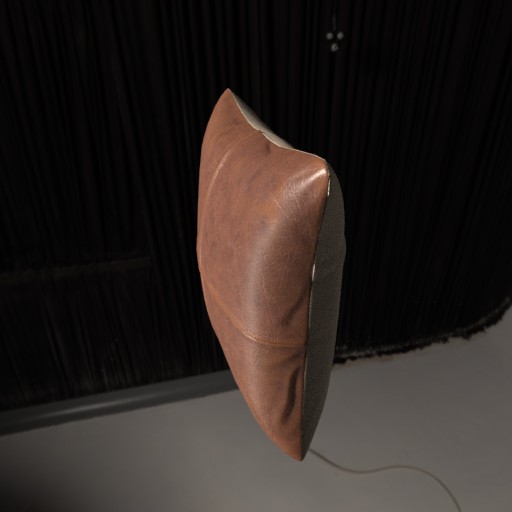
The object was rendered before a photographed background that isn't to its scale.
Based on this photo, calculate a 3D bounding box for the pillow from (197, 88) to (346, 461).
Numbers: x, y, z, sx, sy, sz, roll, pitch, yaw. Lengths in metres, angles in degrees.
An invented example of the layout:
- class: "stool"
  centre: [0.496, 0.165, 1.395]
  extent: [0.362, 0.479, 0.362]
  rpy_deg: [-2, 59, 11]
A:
- class: "pillow"
  centre: [0.000, 0.000, 0.742]
  extent: [0.192, 0.470, 0.484]
  rpy_deg: [-8, 31, -13]
